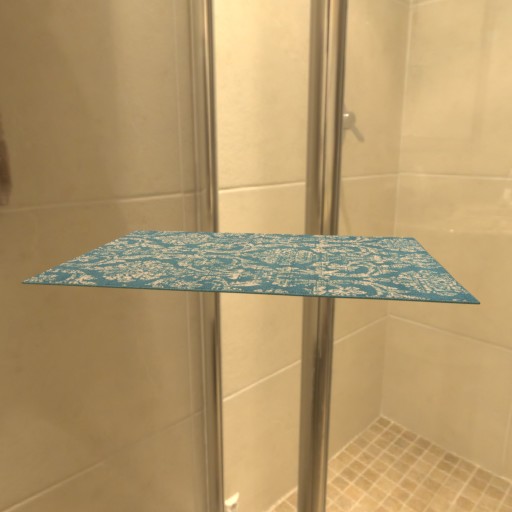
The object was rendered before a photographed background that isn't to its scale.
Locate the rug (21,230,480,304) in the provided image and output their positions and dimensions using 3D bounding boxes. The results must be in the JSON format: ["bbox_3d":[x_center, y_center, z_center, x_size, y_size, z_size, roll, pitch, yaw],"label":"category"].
[{"bbox_3d":[0.000,0.000,2.328,1.833,0.012,1.211,2,14,8],"label":"rug"}]
